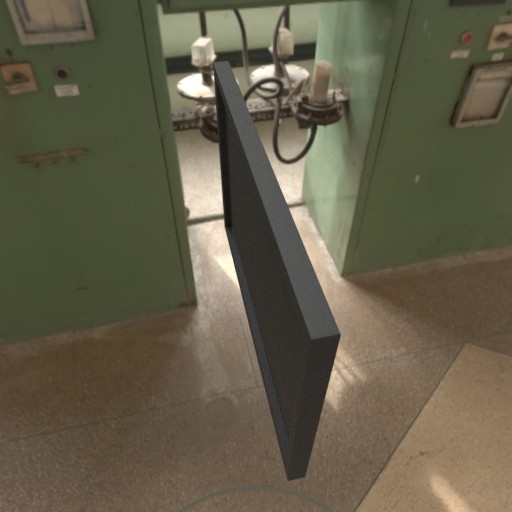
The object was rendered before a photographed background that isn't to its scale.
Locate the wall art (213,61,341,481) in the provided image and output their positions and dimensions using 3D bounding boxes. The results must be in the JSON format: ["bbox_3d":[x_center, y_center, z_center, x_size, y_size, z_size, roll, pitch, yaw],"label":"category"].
[{"bbox_3d":[0.000,0.000,0.556,0.021,0.301,0.443,-9,47,-8],"label":"wall art"}]
